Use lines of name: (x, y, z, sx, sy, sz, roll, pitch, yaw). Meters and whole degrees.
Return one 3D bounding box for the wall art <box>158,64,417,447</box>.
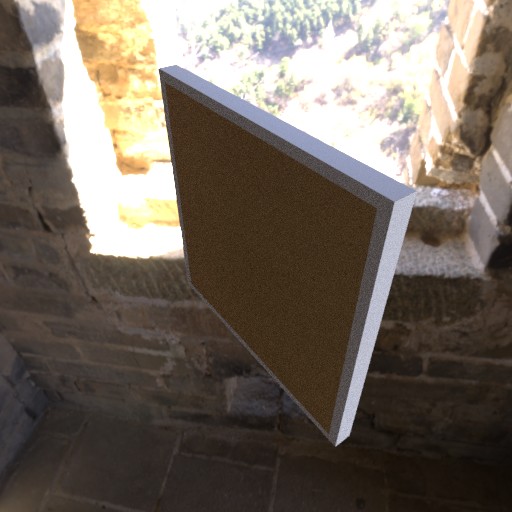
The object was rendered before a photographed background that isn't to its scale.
wall art: (0.000, 0.000, 0.768, 0.035, 0.507, 0.508, -26, 47, -27)
